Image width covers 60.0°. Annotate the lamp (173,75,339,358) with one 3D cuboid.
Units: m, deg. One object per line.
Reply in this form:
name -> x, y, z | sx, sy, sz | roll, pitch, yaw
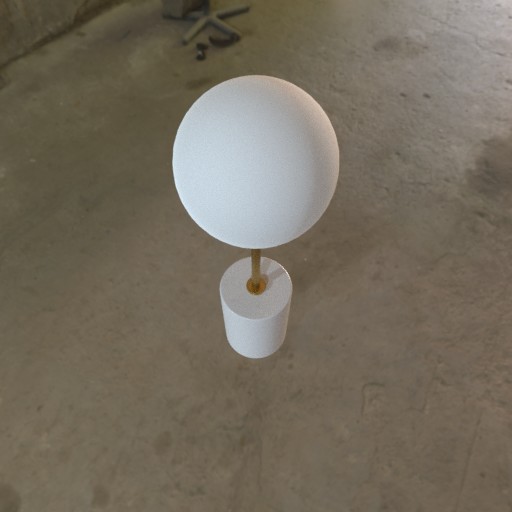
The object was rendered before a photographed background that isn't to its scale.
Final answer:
lamp -> 0.000, 0.000, 0.552 | 0.153, 0.480, 0.153 | 0, 58, 0
